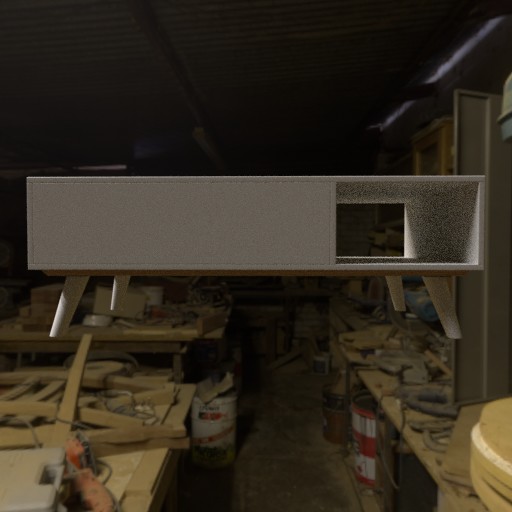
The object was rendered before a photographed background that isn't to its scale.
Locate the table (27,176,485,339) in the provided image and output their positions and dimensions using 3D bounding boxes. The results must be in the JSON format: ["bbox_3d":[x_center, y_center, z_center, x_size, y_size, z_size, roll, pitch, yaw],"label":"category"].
[{"bbox_3d":[0.000,0.000,1.464,1.194,0.432,0.609,0,2,1],"label":"table"}]
